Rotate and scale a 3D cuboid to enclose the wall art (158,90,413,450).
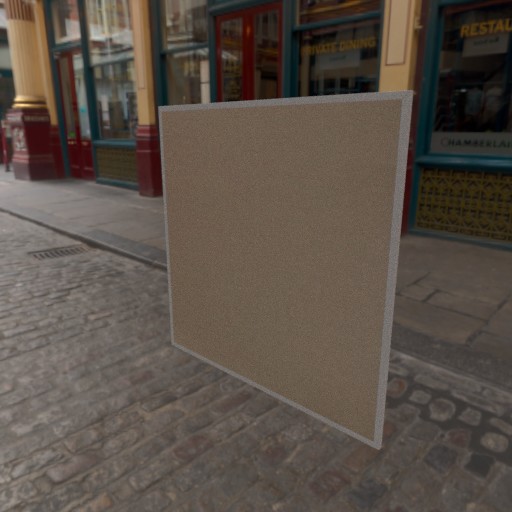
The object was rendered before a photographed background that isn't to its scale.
[{"bbox_3d":[0.000,0.000,0.687,0.456,0.456,0.007,14,21,41],"label":"wall art"}]
